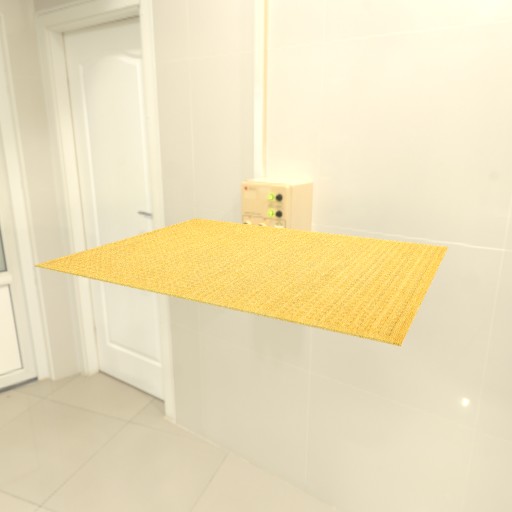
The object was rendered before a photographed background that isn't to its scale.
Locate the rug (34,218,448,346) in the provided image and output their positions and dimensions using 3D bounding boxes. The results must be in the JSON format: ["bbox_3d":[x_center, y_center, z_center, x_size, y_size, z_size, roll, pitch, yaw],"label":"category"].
[{"bbox_3d":[0.000,0.000,4.345,3.242,0.015,2.486,8,18,27],"label":"rug"}]
